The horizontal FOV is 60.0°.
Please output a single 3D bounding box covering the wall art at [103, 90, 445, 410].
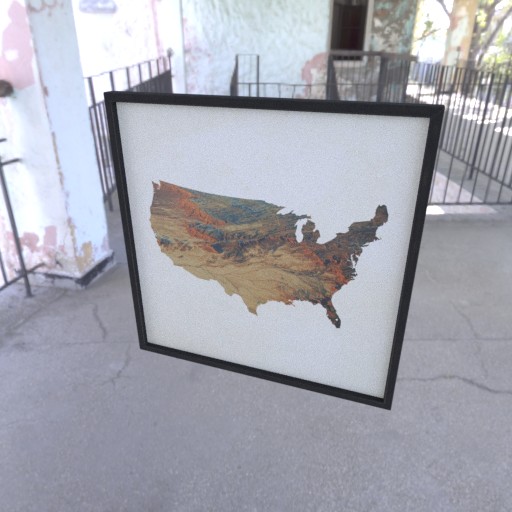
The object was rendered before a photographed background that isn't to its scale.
[{"bbox_3d":[0.000,0.000,0.448,0.304,0.303,0.015,9,27,18],"label":"wall art"}]
